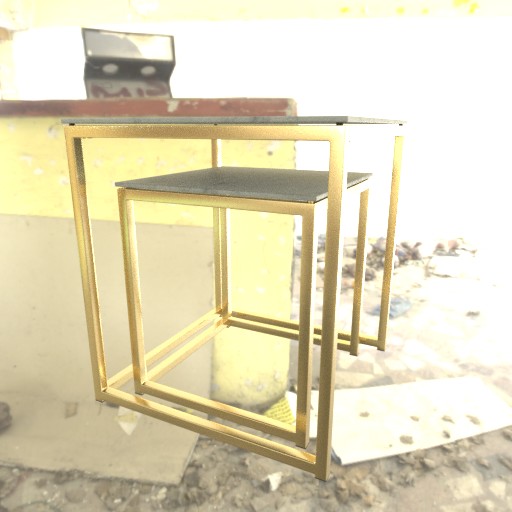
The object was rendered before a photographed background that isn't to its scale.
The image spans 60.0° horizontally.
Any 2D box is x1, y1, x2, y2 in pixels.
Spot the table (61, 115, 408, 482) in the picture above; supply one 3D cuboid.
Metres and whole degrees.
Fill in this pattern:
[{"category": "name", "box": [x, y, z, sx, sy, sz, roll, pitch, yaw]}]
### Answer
[{"category": "table", "box": [0.000, 0.000, 0.850, 0.450, 0.500, 0.450, 8, 18, 25]}]
